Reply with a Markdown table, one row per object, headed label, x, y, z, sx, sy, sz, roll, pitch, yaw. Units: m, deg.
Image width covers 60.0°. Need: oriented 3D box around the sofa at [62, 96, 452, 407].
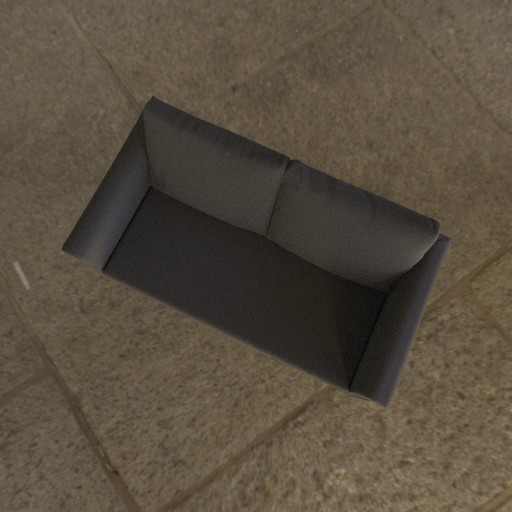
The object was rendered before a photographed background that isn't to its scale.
| label | x | y | z | sx | sy | sz | roll | pitch | yaw |
| --- | --- | --- | --- | --- | --- | --- | --- | --- | --- |
| sofa | 0.000 | 0.000 | 2.002 | 1.460 | 0.872 | 0.741 | 25 | 77 | 6 |
